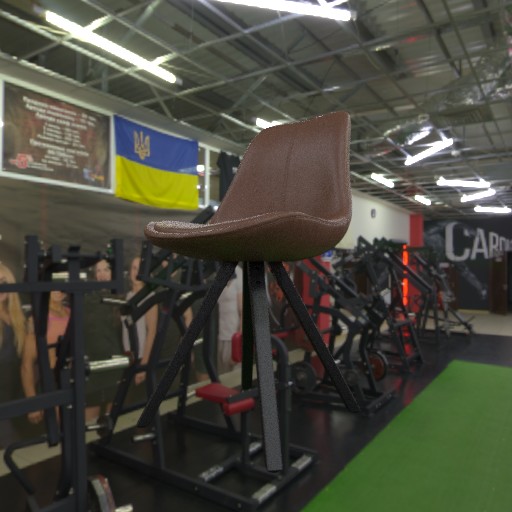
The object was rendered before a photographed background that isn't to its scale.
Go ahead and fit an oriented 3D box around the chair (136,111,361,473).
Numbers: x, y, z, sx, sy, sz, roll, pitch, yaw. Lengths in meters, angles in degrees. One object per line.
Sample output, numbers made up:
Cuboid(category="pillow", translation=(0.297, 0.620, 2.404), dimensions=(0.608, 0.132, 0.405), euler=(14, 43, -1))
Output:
Cuboid(category="chair", translation=(0.000, 0.000, 1.164), dimensions=(0.475, 0.850, 0.550), euler=(-1, -1, 36))
